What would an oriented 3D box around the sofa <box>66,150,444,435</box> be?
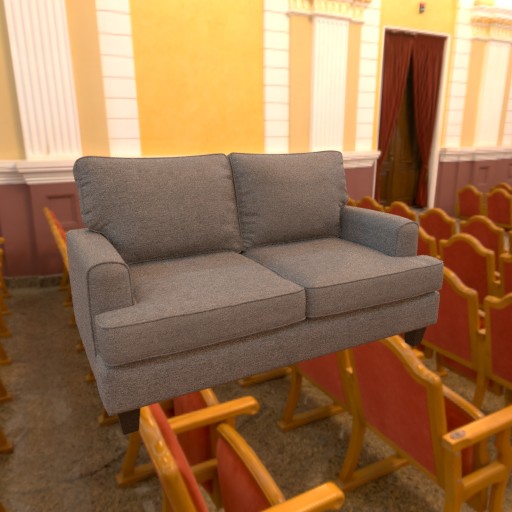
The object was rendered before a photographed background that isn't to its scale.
[{"bbox_3d":[0.000,0.000,2.174,1.651,0.965,0.965,-8,18,-27],"label":"sofa"}]
